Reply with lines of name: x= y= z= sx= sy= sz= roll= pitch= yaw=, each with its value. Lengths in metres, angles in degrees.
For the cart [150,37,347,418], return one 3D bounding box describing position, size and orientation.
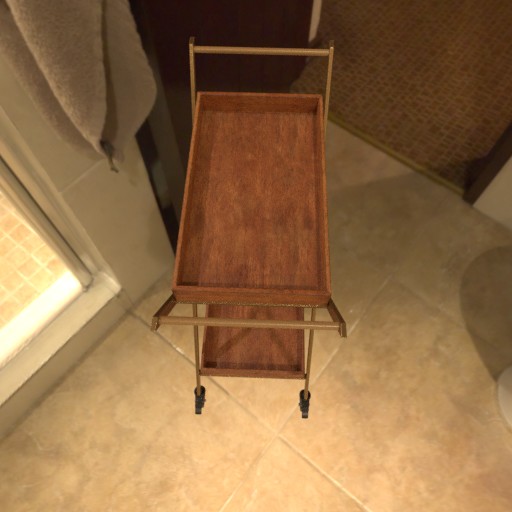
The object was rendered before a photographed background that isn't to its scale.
cart: x=0.000 y=0.000 z=1.358 sx=0.405 sy=0.869 sz=0.836 roll=2 pitch=63 yaw=1
